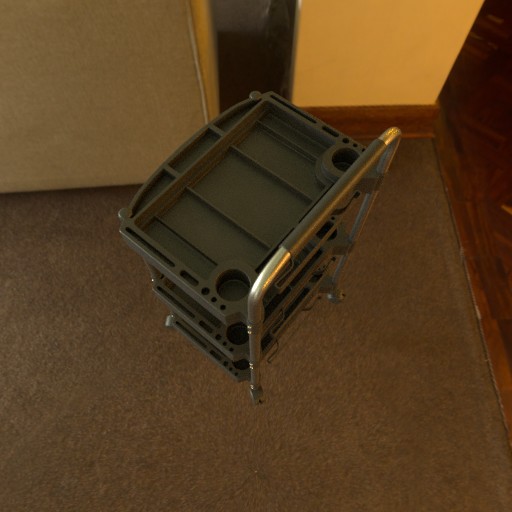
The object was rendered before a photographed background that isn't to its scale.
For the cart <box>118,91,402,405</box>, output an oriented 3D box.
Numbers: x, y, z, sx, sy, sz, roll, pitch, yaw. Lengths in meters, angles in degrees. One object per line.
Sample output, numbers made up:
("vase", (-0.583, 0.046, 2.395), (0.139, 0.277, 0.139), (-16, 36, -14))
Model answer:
("cart", (0.000, 0.000, 1.370), (0.518, 1.075, 0.584), (36, 69, 16))
